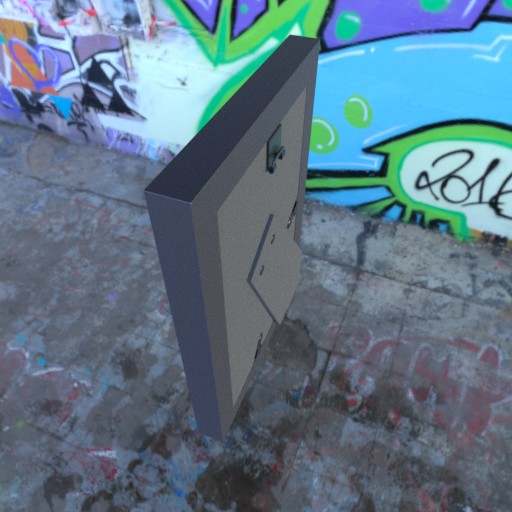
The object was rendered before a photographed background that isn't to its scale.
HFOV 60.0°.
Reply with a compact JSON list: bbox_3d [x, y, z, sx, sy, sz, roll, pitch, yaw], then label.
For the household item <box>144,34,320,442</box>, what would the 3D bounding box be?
[{"bbox_3d":[0.000,0.000,0.236,0.022,0.178,0.133,16,48,15],"label":"household item"}]
